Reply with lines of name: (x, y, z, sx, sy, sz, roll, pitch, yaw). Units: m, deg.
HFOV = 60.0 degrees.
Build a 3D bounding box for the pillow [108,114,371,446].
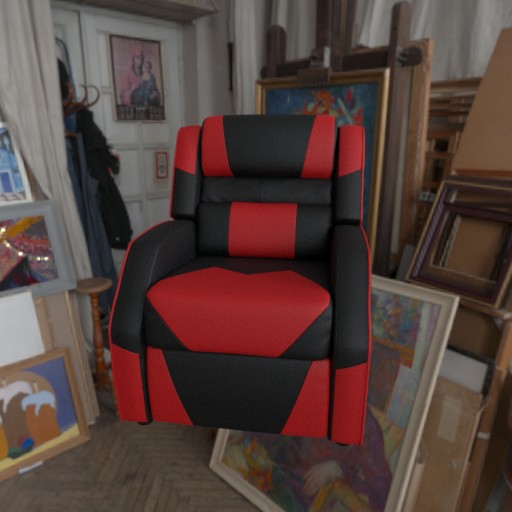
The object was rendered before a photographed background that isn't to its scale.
pillow: (0.000, 0.000, 1.285, 0.620, 0.805, 0.672, 2, 16, 9)
